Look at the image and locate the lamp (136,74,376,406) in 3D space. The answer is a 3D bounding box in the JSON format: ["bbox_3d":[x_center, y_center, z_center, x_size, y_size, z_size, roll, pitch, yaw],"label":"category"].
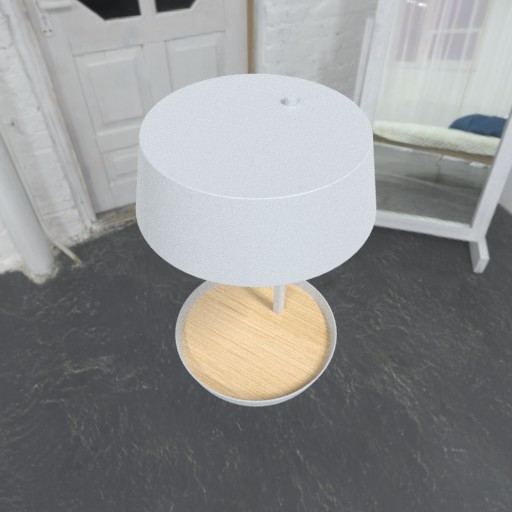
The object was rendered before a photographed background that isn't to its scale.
[{"bbox_3d":[0.000,0.000,0.625,0.291,0.429,0.291,0,47,0],"label":"lamp"}]
